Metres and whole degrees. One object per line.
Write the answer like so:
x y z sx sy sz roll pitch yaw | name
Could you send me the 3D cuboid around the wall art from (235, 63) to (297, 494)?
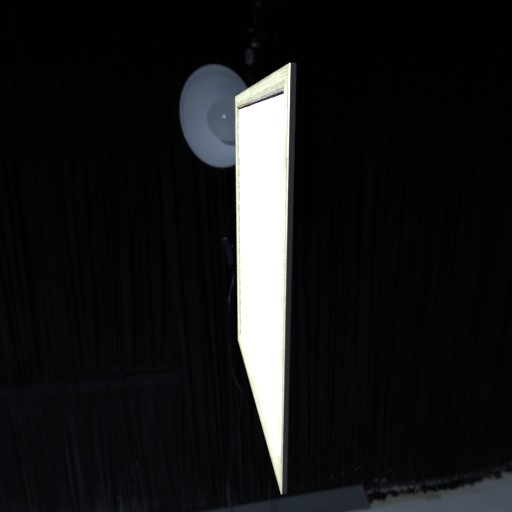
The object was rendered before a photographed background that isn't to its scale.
0.000 0.000 0.774 0.009 0.559 0.483 -3 16 -9 | wall art
